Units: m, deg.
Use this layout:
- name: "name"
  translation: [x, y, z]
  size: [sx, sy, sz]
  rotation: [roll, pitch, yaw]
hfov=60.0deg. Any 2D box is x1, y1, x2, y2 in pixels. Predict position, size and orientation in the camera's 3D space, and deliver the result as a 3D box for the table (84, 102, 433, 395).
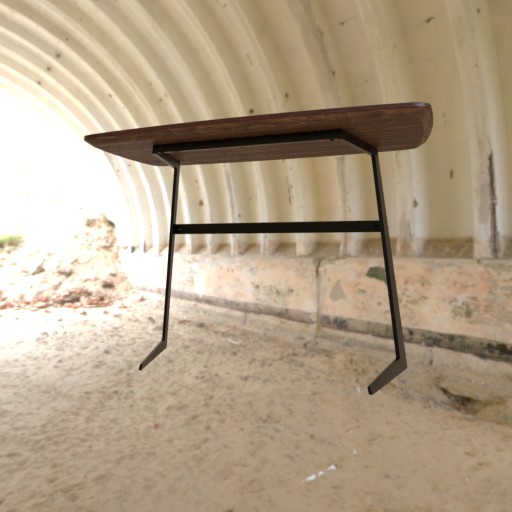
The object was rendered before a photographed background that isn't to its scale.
- name: "table"
  translation: [0.000, 0.000, 1.090]
  size: [0.804, 0.576, 0.361]
  rotation: [0, 1, 19]
